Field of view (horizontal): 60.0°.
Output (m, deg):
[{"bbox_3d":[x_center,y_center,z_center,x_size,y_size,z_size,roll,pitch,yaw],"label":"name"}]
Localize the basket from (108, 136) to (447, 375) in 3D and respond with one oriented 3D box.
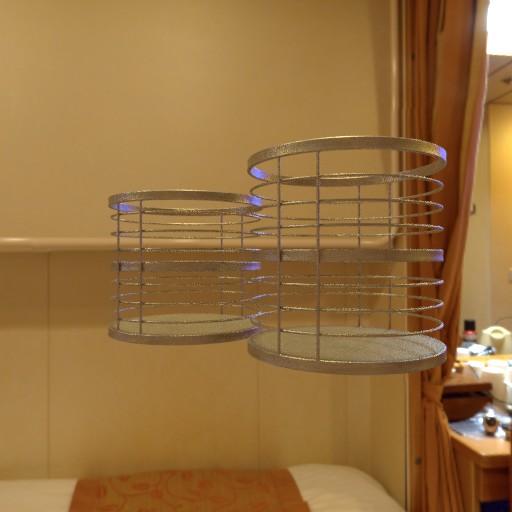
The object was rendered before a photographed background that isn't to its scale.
[{"bbox_3d":[0.000,0.000,0.935,0.746,0.351,0.356,0,0,34],"label":"basket"}]
